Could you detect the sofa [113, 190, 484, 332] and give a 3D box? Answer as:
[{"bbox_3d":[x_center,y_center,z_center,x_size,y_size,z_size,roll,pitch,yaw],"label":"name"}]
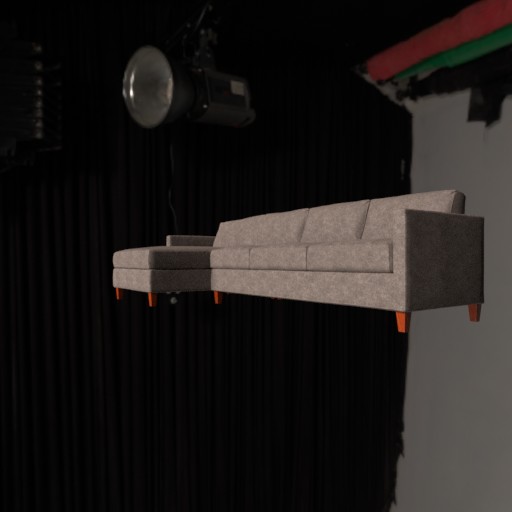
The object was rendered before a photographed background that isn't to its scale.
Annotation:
[{"bbox_3d":[0.000,0.000,4.101,1.606,0.954,3.471,1,-1,-35],"label":"sofa"}]
